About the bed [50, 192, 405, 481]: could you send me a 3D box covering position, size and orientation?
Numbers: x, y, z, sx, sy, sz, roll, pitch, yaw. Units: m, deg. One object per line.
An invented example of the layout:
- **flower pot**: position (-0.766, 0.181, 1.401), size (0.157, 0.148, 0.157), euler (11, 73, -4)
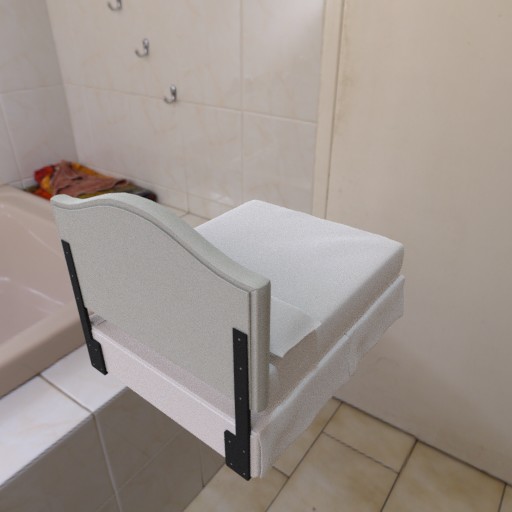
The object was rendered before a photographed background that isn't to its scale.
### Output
- **bed**: position (0.000, 0.000, 3.447), size (1.813, 1.607, 2.180), euler (21, 36, 32)
